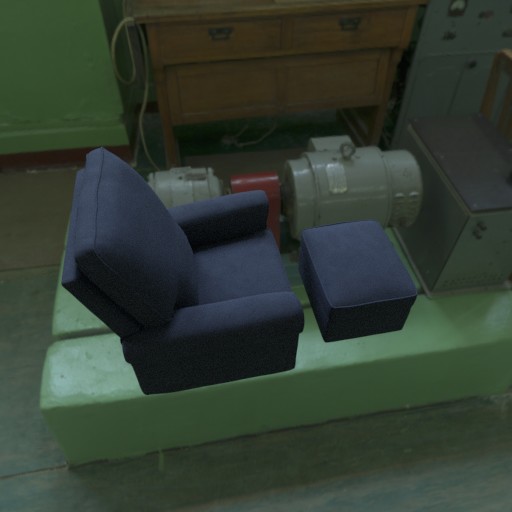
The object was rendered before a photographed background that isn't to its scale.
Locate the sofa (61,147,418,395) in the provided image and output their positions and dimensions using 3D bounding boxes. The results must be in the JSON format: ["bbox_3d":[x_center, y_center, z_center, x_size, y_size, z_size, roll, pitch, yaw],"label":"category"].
[{"bbox_3d":[0.000,0.000,2.076,1.478,0.959,0.880,-8,47,-8],"label":"sofa"}]
